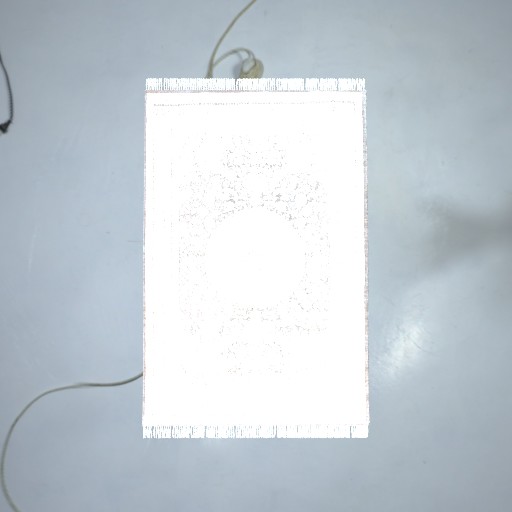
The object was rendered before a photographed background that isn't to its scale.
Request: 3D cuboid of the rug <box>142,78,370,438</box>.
[{"bbox_3d":[0.000,0.000,3.013,1.528,0.010,2.440,0,88,0],"label":"rug"}]
